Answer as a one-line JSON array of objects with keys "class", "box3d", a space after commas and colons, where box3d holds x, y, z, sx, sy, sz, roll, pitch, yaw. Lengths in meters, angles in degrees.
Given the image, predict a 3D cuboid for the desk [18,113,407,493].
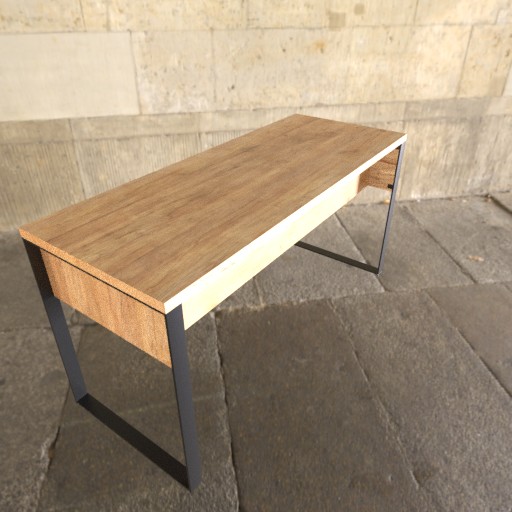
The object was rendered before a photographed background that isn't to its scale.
[{"class": "desk", "box3d": [0.000, 0.000, 1.853, 0.600, 0.760, 1.520, 21, 38, 30]}]
